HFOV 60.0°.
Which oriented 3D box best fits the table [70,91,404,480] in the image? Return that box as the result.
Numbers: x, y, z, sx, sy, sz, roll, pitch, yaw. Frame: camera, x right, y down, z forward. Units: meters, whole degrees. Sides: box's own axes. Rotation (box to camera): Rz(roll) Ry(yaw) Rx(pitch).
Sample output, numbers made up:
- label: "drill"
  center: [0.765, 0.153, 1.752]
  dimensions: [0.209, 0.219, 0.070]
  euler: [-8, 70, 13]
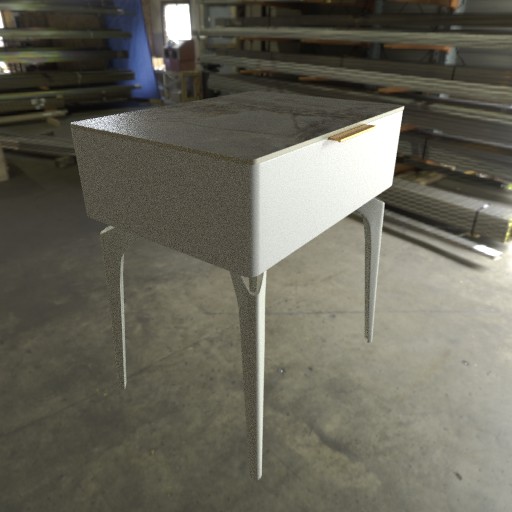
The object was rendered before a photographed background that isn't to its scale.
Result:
- label: "table"
  center: [0.000, 0.000, 0.919]
  dimensions: [0.400, 0.570, 0.500]
  euler: [19, 33, 32]
